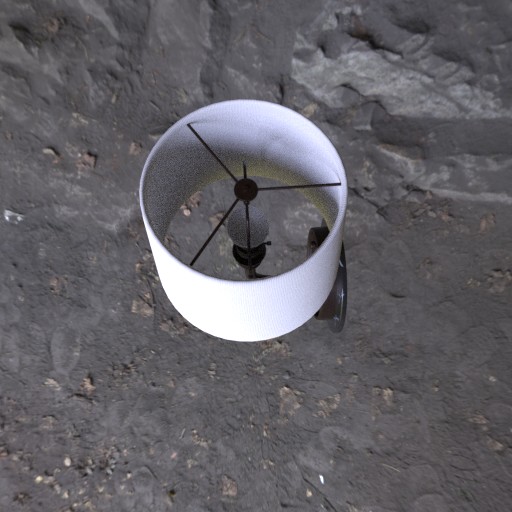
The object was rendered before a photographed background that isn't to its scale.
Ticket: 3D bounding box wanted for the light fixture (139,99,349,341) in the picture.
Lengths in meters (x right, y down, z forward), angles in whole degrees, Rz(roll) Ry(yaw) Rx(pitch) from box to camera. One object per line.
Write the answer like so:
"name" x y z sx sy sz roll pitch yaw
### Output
"light fixture" 0.000 0.000 0.438 0.188 0.337 0.168 -3 75 -1
